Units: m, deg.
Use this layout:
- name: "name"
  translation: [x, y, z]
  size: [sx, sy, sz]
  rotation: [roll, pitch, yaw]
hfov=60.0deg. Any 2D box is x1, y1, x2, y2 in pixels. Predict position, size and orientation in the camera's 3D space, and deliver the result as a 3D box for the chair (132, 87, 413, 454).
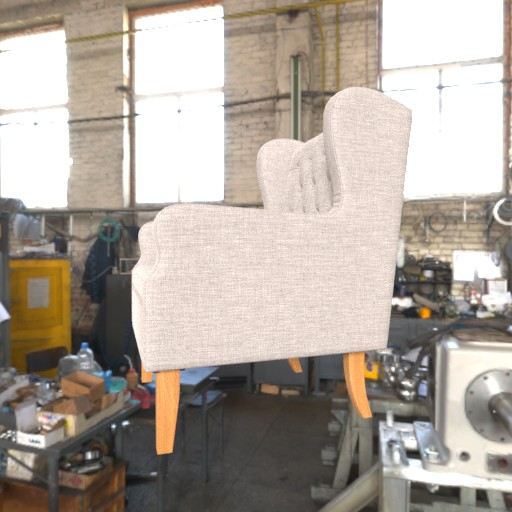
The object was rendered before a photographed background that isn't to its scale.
- name: "chair"
  translation: [0.000, 0.000, 1.451]
  size: [0.760, 0.930, 0.710]
  rotation: [0, 1, -18]
